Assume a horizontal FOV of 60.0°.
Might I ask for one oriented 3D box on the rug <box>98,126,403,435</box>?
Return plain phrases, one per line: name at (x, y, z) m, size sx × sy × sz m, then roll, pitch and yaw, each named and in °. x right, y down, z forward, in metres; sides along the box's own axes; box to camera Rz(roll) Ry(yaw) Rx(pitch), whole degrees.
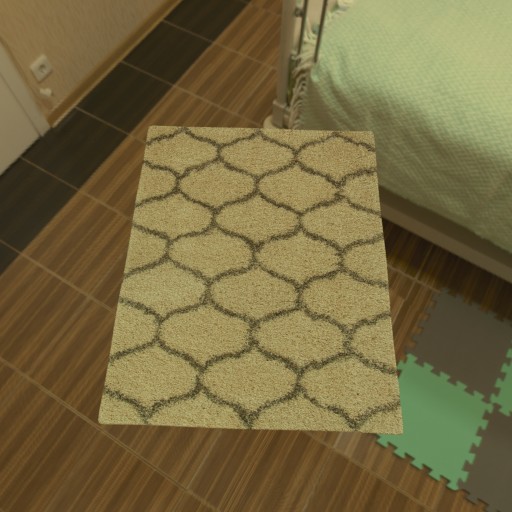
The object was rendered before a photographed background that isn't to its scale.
rug at (0.000, 0.000, 4.102) m, size 2.399 × 0.026 × 3.000 m, roll 2°, pitch 65°, yaw 1°
